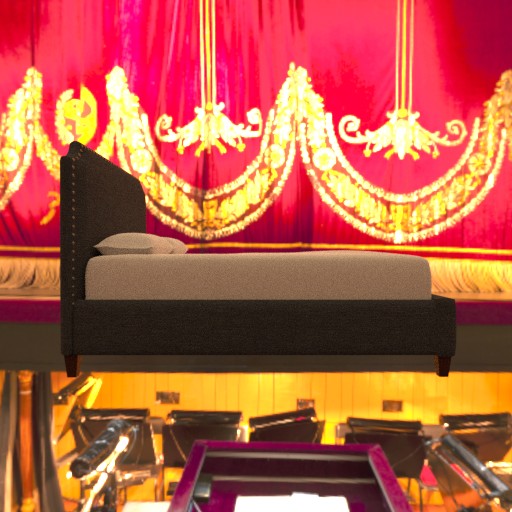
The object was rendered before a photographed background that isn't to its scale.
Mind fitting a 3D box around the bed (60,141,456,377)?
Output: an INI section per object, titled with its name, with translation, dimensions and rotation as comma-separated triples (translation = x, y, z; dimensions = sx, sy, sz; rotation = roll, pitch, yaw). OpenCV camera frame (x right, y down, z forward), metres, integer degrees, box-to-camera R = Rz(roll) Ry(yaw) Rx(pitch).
[bed]
translation = 0.000, 0.000, 3.456
dimensions = 2.372, 1.443, 1.713
rotation = 0, 0, 0
